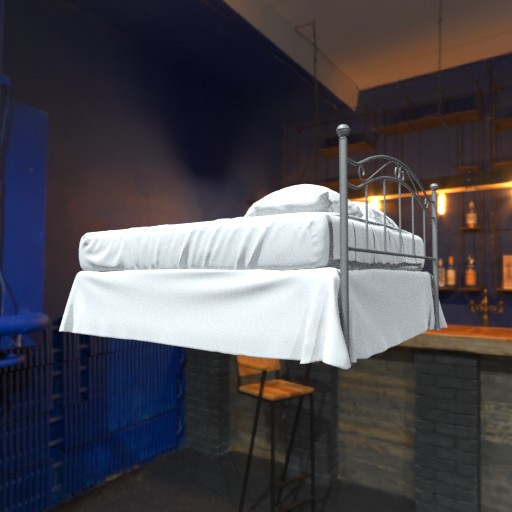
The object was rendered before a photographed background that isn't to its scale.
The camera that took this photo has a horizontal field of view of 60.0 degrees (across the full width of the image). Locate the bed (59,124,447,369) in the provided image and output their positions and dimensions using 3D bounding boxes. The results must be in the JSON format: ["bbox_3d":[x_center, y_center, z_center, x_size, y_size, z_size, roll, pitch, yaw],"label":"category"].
[{"bbox_3d":[0.000,0.000,3.234,2.215,1.080,1.936,-2,-3,36],"label":"bed"}]
